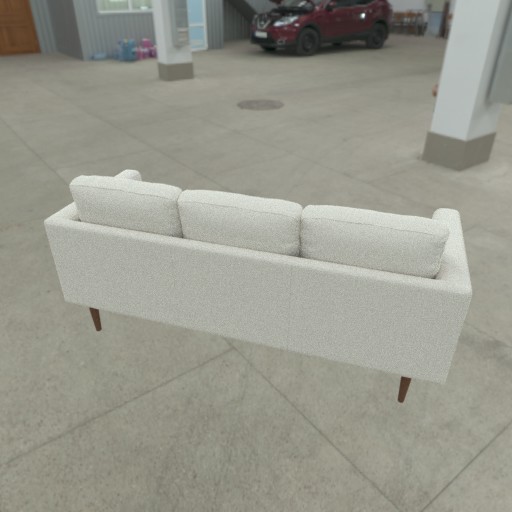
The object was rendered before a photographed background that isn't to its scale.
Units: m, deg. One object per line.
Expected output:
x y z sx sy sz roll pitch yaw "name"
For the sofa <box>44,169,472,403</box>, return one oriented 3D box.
0.000 0.000 2.426 2.029 0.912 0.802 9 33 15 "sofa"
